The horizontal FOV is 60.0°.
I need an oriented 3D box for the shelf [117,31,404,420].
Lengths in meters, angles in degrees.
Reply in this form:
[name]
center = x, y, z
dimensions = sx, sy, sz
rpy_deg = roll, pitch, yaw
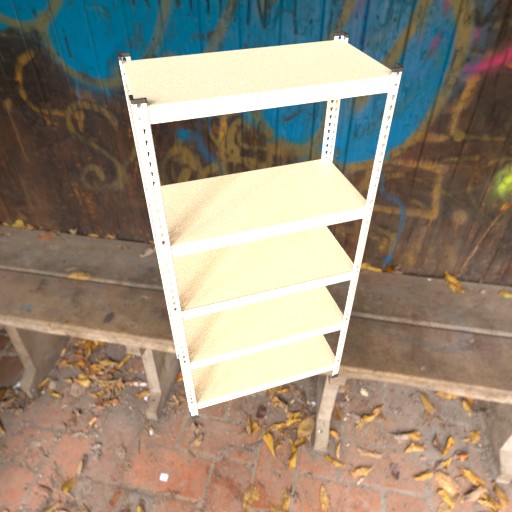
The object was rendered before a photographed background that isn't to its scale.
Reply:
[shelf]
center = 0.000, 0.000, 2.156
dimensions = 0.914, 1.829, 0.457
rpy_deg = -12, 43, -13
